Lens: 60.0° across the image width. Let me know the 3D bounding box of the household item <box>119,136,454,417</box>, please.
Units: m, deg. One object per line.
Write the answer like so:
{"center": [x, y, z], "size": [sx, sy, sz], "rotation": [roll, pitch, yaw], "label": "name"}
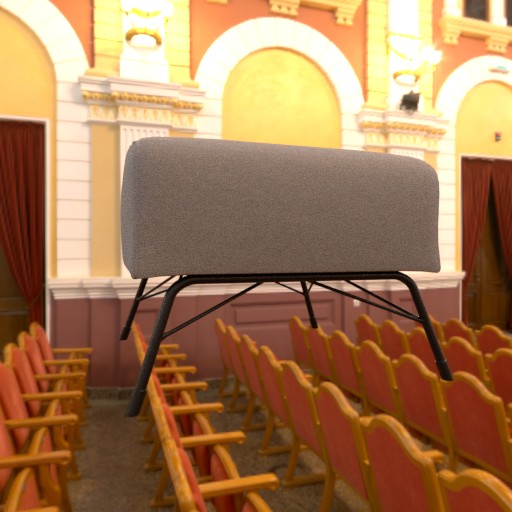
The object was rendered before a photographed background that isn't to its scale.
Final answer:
{"center": [0.000, 0.000, 0.905], "size": [0.530, 0.410, 0.530], "rotation": [0, 1, -18], "label": "household item"}
